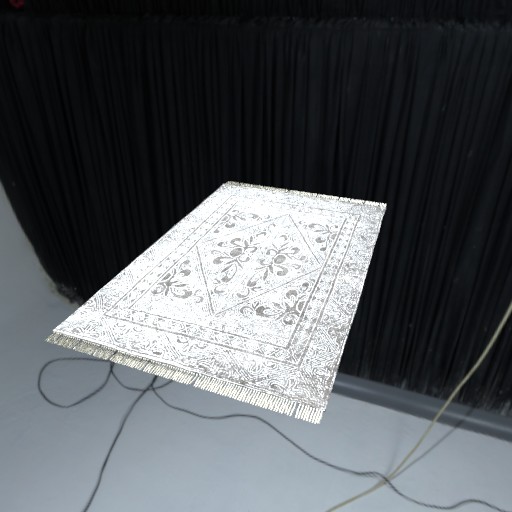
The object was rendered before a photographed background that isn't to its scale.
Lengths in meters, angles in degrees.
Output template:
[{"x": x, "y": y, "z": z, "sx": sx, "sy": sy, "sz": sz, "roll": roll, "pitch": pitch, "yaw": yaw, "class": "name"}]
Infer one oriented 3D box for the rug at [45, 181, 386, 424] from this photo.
[{"x": 0.000, "y": 0.000, "z": 3.113, "sx": 1.529, "sy": 0.010, "sz": 2.440, "roll": 11, "pitch": 33, "yaw": 18, "class": "rug"}]
